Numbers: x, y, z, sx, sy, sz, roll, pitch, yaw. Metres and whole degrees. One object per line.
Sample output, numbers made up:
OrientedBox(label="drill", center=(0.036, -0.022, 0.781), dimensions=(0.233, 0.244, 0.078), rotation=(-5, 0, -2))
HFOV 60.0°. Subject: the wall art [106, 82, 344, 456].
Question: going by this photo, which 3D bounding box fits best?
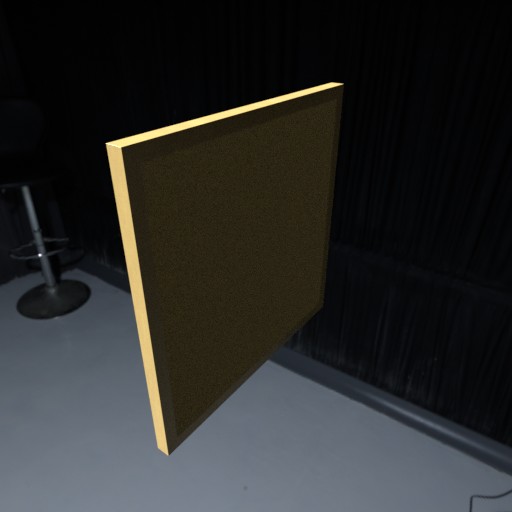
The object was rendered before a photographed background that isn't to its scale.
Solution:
OrientedBox(label="wall art", center=(0.000, 0.000, 2.958), dimensions=(0.097, 1.936, 1.935), rotation=(21, 36, 31))
